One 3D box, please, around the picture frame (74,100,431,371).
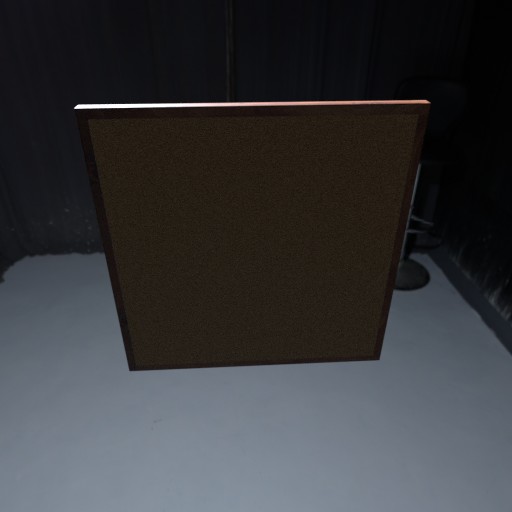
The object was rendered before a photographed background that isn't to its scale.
[{"bbox_3d":[0.000,0.000,1.228,0.810,0.817,0.029,-2,32,-3],"label":"picture frame"}]
